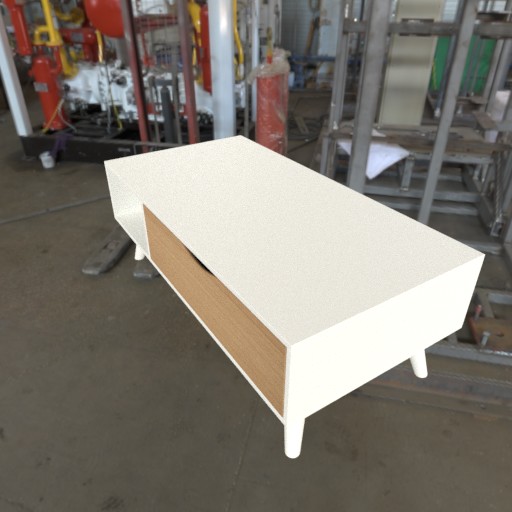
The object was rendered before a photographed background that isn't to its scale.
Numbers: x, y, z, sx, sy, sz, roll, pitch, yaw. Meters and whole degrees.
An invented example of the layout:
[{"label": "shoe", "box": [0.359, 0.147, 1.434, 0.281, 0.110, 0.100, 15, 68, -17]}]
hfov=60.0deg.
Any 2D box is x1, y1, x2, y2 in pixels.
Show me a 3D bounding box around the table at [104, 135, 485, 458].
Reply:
[{"label": "table", "box": [0.000, 0.000, 1.519, 0.609, 0.432, 1.194, -19, 37, -27]}]
